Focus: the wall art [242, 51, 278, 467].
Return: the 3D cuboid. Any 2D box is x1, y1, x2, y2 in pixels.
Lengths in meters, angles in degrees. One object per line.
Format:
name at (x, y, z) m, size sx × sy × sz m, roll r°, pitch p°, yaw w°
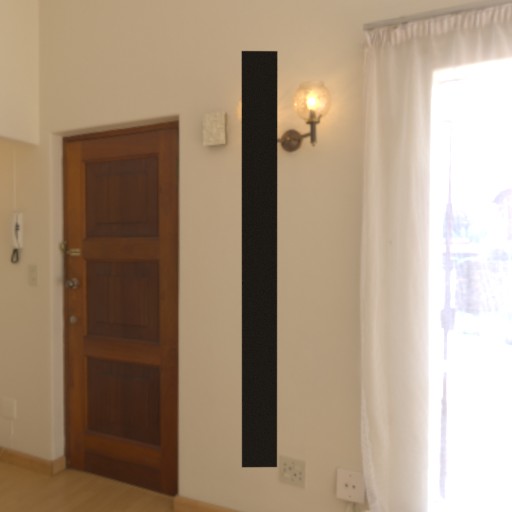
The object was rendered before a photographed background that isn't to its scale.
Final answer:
wall art at (0.000, 0.000, 0.544) m, size 0.028 × 0.325 × 0.397 m, roll 0°, pitch 1°, yaw -1°
